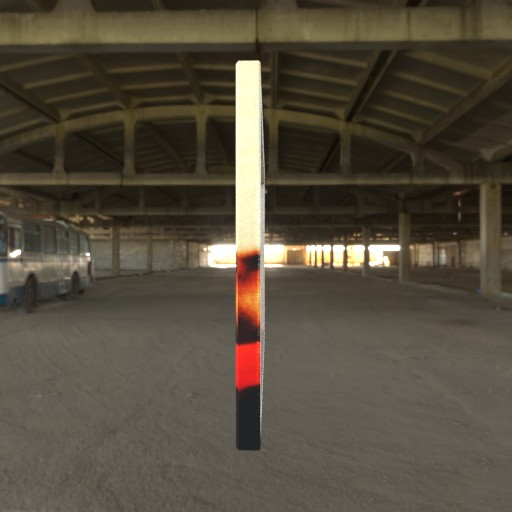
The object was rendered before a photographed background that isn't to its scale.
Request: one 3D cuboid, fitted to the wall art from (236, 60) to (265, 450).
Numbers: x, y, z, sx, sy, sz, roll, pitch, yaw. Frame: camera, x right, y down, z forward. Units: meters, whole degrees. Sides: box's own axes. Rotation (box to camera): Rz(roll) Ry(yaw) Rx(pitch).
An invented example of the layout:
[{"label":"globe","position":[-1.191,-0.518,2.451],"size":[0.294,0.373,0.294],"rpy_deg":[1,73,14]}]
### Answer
[{"label":"wall art","position":[0.000,0.000,1.141],"size":[0.038,0.602,0.918],"rpy_deg":[0,0,2]}]
